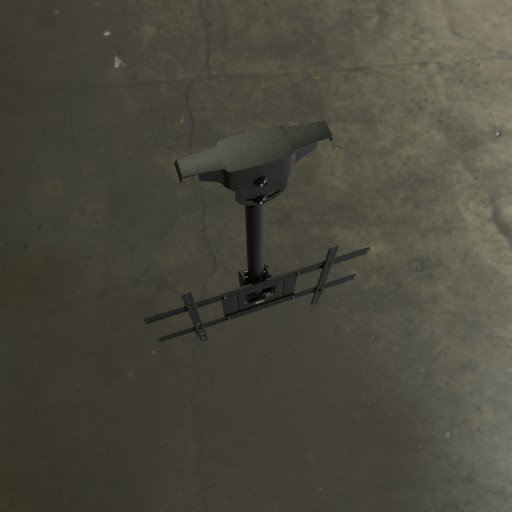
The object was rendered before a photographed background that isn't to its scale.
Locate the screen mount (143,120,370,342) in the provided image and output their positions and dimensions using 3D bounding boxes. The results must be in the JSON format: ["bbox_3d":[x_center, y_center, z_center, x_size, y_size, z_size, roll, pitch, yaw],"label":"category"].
[{"bbox_3d":[0.000,0.000,1.048,0.595,0.775,0.090,-17,66,-8],"label":"screen mount"}]
